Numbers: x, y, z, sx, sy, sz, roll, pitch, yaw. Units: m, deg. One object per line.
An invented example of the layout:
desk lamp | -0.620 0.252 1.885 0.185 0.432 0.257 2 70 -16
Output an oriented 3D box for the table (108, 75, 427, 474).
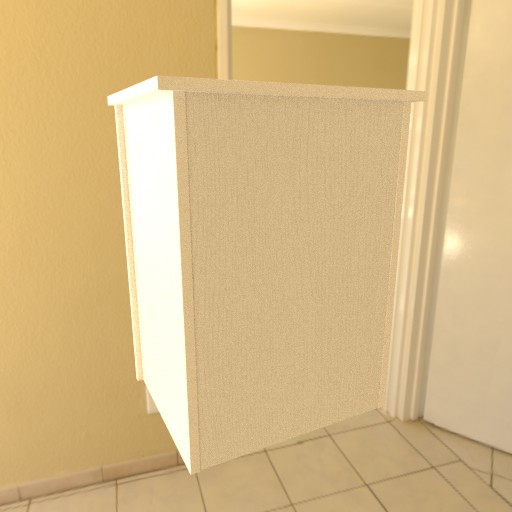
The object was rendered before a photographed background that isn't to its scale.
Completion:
table | 0.000 0.000 0.922 0.480 0.635 0.381 -8 17 -26
